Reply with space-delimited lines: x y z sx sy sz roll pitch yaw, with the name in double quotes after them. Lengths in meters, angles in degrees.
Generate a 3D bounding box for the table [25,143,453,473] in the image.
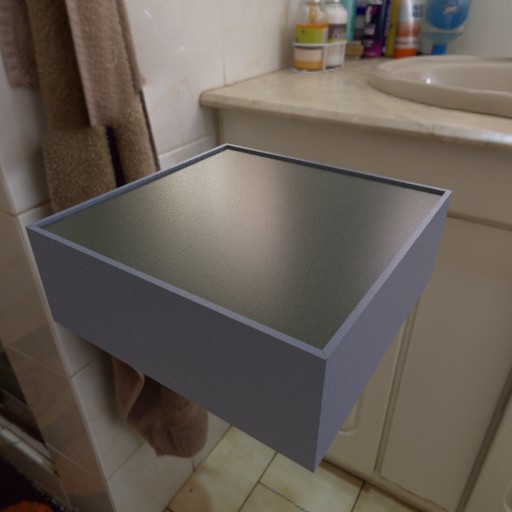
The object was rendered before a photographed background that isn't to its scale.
0.000 0.000 1.238 0.801 0.299 0.801 19 36 28 "table"
